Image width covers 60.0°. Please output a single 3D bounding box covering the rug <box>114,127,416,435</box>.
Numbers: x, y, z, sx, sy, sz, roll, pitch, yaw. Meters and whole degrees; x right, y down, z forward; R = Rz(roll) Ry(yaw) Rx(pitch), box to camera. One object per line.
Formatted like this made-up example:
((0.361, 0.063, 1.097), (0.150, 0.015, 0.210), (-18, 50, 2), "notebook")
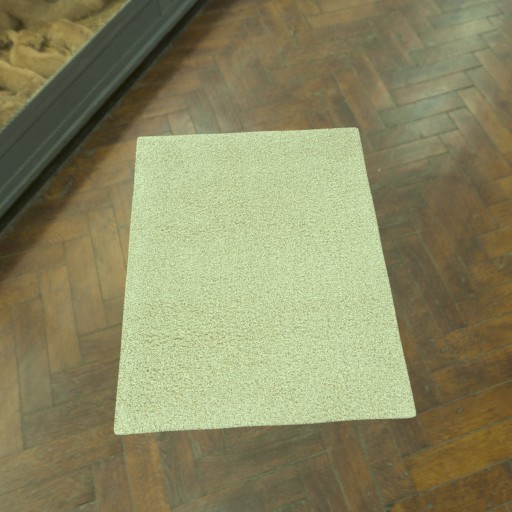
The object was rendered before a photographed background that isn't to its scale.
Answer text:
((0.000, 0.000, 4.226), (2.438, 0.029, 3.047), (-3, 64, -1), "rug")
